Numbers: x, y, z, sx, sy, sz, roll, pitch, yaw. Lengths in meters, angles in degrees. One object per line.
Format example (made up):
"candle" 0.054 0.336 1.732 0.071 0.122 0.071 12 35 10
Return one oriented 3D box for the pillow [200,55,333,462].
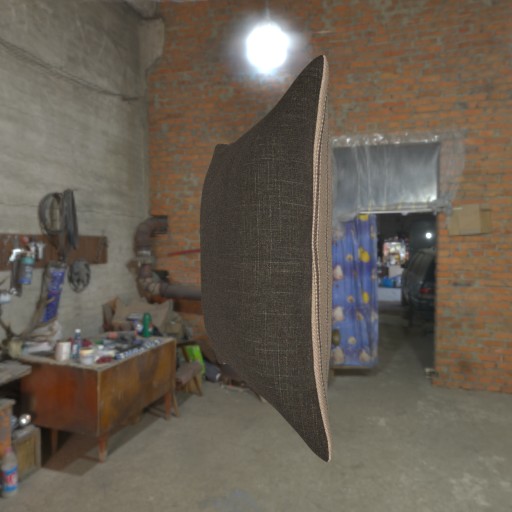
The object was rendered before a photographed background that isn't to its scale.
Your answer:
"pillow" 0.000 0.000 0.688 0.138 0.444 0.468 0 1 -19
